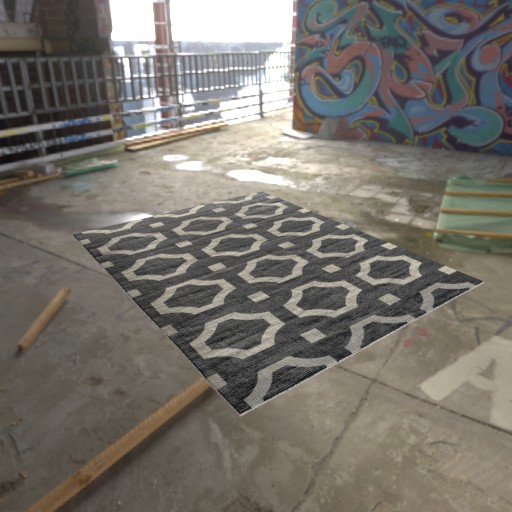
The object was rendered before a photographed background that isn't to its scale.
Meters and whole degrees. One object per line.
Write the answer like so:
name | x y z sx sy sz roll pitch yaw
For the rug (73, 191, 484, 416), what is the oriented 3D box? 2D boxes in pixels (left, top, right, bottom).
rug | 0.000 0.000 4.122 2.466 0.021 3.049 -18 31 -32
